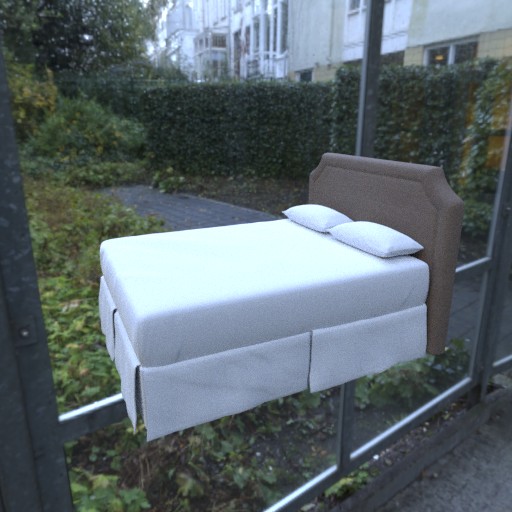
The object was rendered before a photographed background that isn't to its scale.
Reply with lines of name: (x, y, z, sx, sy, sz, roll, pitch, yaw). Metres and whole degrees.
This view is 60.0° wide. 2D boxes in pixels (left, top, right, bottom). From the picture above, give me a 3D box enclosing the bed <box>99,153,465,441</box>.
bed: (0.000, 0.000, 3.180, 2.116, 1.290, 1.693, -8, 19, -24)
